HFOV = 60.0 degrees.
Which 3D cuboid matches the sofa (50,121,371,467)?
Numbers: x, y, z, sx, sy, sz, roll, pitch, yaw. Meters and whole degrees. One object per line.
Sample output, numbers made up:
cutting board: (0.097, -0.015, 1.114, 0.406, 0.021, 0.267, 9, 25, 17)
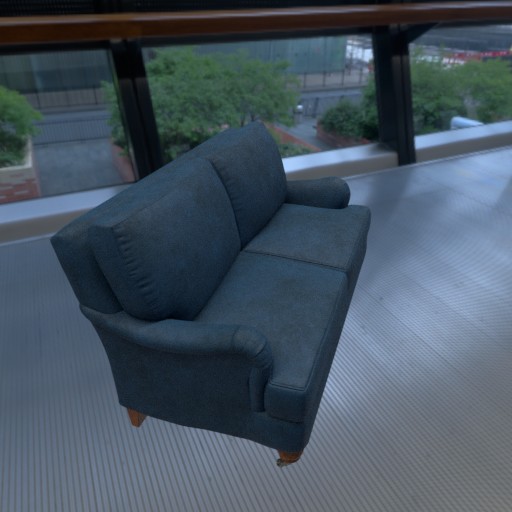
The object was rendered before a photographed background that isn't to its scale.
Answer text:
sofa: (0.000, 0.000, 2.493, 1.084, 1.101, 1.853, 10, 32, 17)
